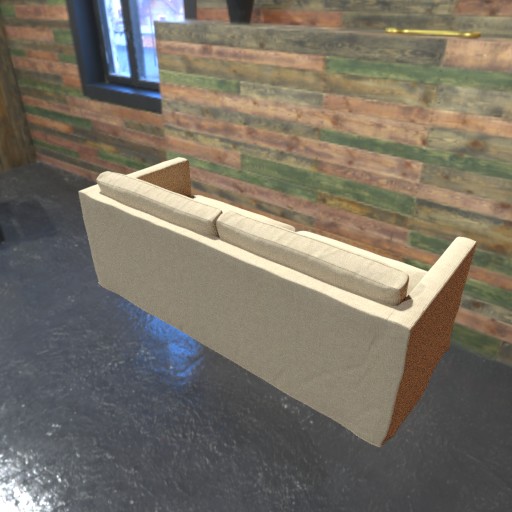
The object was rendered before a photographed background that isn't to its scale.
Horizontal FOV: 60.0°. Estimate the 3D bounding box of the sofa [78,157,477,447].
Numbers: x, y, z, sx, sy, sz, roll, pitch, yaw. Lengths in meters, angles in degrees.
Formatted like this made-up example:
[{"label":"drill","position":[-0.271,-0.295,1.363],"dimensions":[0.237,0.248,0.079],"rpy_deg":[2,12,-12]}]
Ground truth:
[{"label":"sofa","position":[0.000,0.000,2.784],"dimensions":[2.312,0.853,0.962],"rpy_deg":[22,37,32]}]
